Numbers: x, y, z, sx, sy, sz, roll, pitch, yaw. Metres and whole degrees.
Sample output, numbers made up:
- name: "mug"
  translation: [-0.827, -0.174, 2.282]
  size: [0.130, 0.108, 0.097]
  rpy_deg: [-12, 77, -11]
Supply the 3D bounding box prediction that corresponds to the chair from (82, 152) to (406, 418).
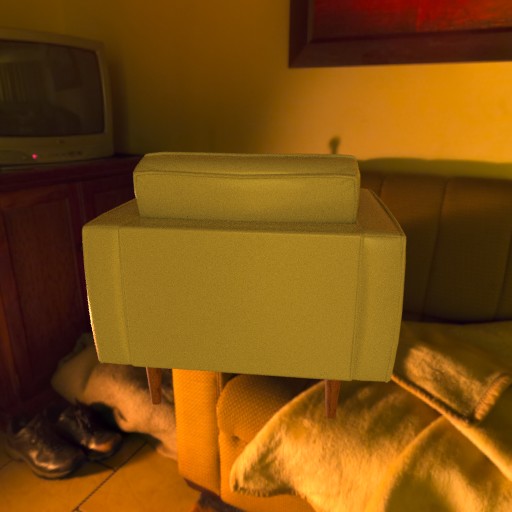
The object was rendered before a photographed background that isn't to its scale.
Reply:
- name: "chair"
  translation: [0.000, 0.000, 1.627]
  size: [0.928, 0.773, 0.843]
  rpy_deg: [2, 18, 7]
